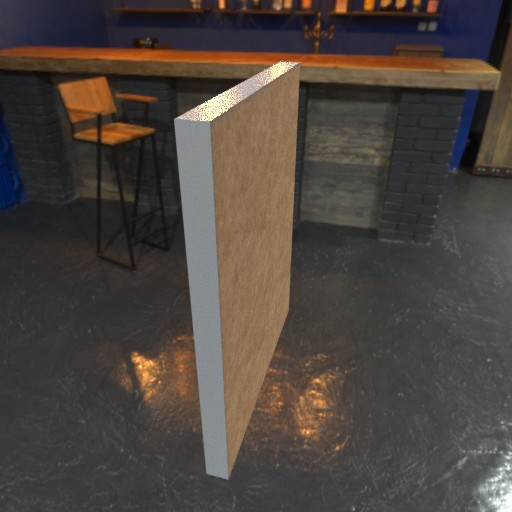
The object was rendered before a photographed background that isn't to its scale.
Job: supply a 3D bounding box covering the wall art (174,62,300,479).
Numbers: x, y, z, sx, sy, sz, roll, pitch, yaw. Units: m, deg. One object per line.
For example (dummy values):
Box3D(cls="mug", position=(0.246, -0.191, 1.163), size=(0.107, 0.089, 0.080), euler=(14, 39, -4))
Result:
Box3D(cls="wall art", position=(0.000, 0.000, 0.750), size=(0.037, 0.554, 0.453), euler=(8, 31, 14))
